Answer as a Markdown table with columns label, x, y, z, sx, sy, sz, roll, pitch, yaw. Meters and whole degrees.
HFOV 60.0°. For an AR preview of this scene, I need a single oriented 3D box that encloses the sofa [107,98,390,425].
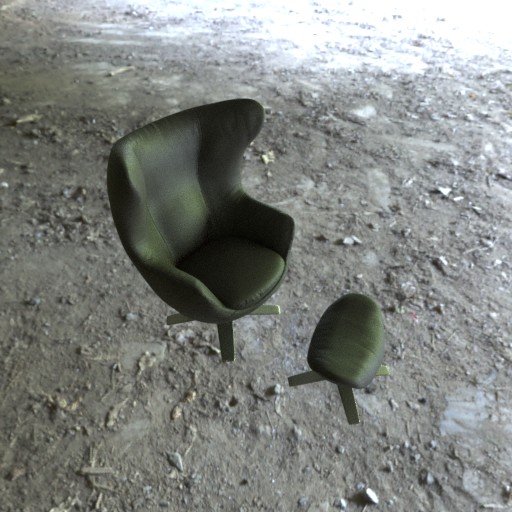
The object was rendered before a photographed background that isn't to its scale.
| label | x | y | z | sx | sy | sz | roll | pitch | yaw |
| --- | --- | --- | --- | --- | --- | --- | --- | --- | --- |
| sofa | 0.000 | 0.000 | 2.144 | 1.444 | 1.135 | 0.894 | 26 | 47 | 28 |
